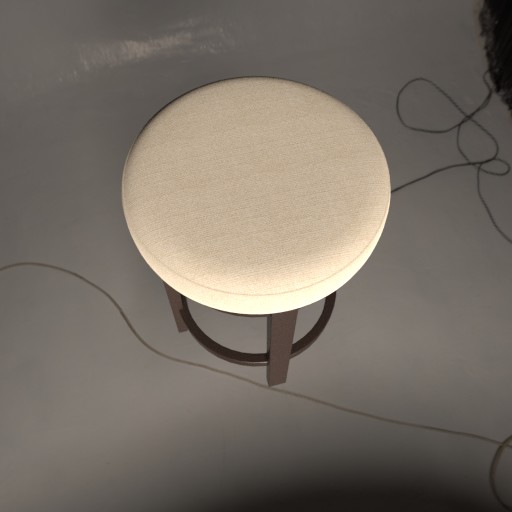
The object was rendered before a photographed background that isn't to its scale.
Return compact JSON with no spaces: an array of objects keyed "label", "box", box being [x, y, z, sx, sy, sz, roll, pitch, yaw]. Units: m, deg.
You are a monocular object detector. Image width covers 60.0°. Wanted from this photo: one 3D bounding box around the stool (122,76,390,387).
[{"label":"stool","box":[0.000,0.000,0.965,0.449,0.655,0.449,0,64,0]}]
